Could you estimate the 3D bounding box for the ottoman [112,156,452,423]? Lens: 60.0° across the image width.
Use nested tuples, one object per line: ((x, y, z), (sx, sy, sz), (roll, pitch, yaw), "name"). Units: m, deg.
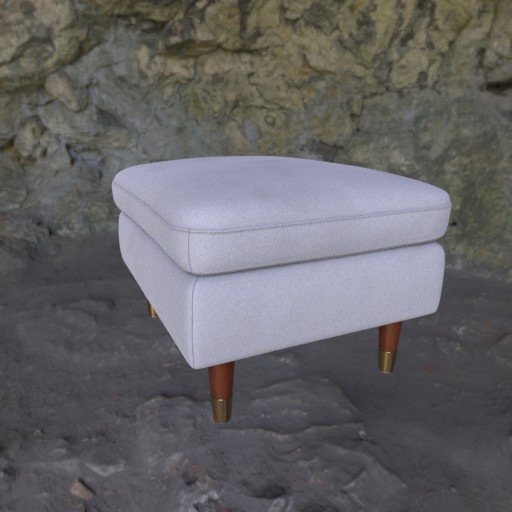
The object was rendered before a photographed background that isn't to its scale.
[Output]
((0.000, 0.000, 1.119), (0.593, 0.478, 0.747), (-8, 18, -25), "ottoman")
